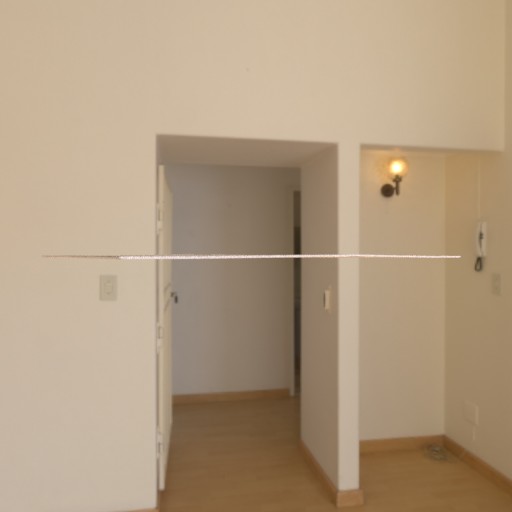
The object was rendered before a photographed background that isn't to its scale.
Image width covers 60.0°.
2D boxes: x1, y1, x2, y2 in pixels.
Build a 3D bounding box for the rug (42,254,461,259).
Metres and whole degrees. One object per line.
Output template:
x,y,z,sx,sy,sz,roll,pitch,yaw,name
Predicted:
0.000,0.000,2.243,1.792,0.021,1.154,0,0,-36,rug
